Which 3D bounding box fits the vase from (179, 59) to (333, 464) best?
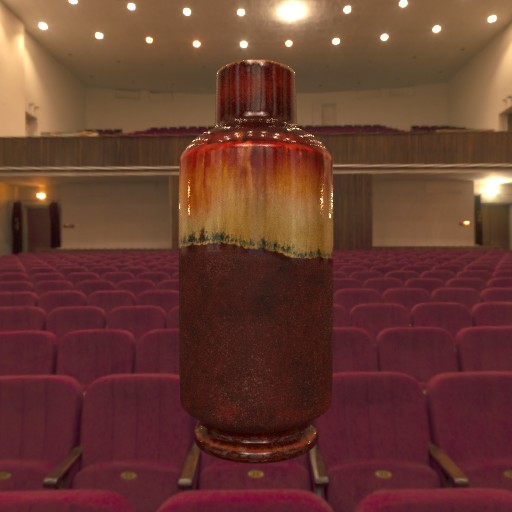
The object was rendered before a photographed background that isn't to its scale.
[{"bbox_3d":[0.000,0.000,0.322,0.111,0.261,0.111,0,0,0],"label":"vase"}]
